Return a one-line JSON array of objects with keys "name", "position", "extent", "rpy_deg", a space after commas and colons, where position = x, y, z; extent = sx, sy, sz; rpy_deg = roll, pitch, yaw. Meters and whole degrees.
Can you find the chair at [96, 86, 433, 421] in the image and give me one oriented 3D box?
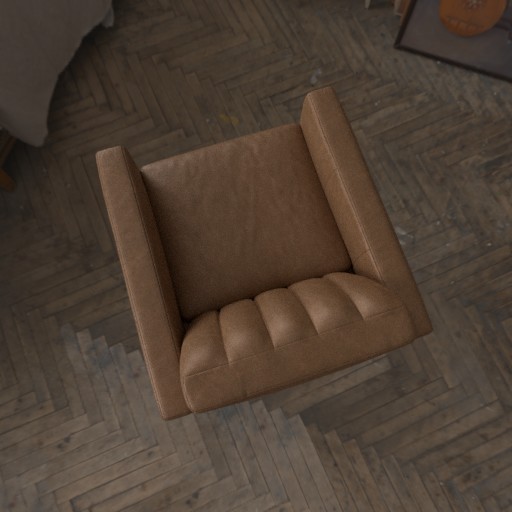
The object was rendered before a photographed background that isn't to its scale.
[{"name": "chair", "position": [0.000, 0.000, 1.726], "extent": [0.953, 0.819, 0.998], "rpy_deg": [-17, 76, -4]}]
